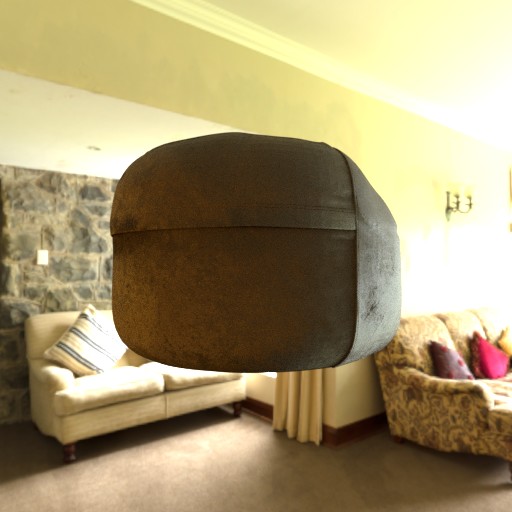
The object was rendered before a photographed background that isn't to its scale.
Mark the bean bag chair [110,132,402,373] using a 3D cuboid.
[{"bbox_3d":[0.000,0.000,1.464,0.918,0.605,0.918,0,-1,0],"label":"bean bag chair"}]
